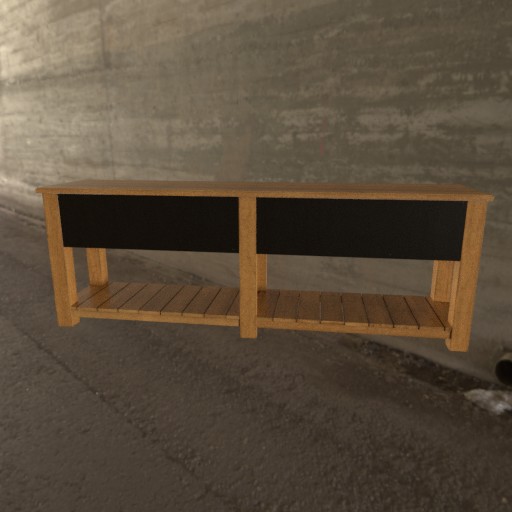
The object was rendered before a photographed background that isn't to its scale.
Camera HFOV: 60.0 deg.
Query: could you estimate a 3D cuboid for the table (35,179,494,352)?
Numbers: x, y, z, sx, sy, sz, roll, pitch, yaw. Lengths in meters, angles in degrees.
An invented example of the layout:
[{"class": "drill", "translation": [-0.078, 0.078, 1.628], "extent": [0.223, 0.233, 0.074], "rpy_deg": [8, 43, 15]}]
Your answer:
[{"class": "table", "translation": [0.000, 0.000, 2.022], "extent": [1.815, 0.635, 0.425], "rpy_deg": [2, 15, 8]}]
